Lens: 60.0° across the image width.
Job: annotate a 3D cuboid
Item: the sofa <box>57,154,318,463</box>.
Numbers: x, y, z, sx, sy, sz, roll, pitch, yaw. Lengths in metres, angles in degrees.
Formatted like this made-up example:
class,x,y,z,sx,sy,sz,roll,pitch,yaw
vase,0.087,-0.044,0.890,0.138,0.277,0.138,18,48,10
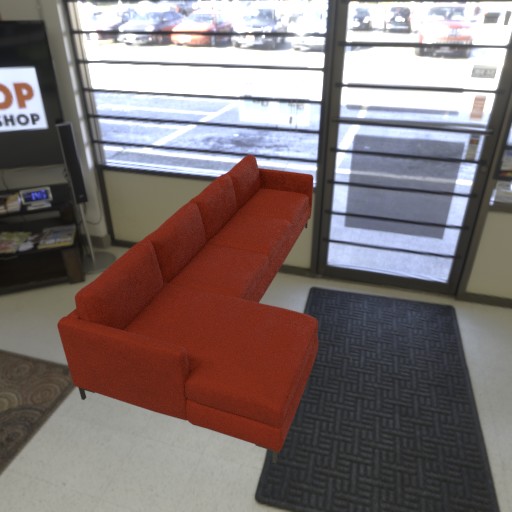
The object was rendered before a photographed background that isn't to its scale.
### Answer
class,x,y,z,sx,sy,sz,roll,pitch,yaw
sofa,0.000,0.000,2.982,1.136,0.663,2.467,10,31,17
